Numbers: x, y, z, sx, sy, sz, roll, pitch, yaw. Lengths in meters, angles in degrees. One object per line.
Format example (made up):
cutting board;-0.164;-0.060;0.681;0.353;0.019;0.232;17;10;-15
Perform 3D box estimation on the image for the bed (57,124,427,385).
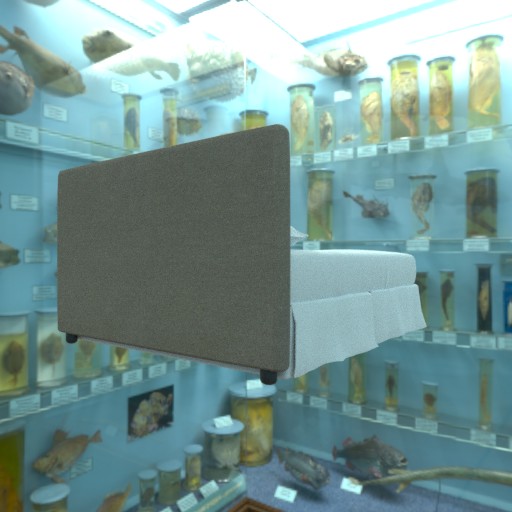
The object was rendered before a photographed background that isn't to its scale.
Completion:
bed;0.000;0.000;3.674;2.119;1.317;2.341;0;0;37
